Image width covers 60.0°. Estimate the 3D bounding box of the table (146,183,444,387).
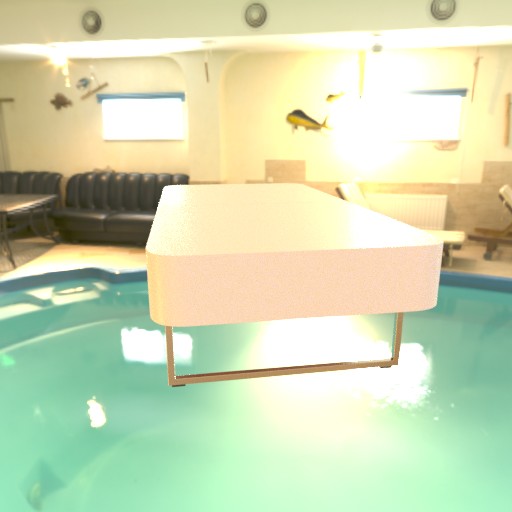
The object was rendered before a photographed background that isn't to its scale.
[{"bbox_3d":[0.000,0.000,1.434,0.600,0.340,1.200,-2,15,-9],"label":"table"}]
